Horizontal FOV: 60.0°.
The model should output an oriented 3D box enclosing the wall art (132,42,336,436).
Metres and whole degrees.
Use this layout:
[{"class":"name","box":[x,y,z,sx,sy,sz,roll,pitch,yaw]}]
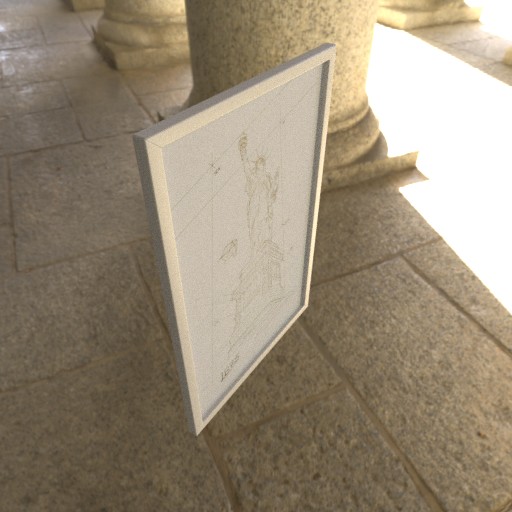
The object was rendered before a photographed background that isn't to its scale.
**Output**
[{"class":"wall art","box":[0.000,0.000,1.042,0.026,0.813,0.556,25,46,26]}]
